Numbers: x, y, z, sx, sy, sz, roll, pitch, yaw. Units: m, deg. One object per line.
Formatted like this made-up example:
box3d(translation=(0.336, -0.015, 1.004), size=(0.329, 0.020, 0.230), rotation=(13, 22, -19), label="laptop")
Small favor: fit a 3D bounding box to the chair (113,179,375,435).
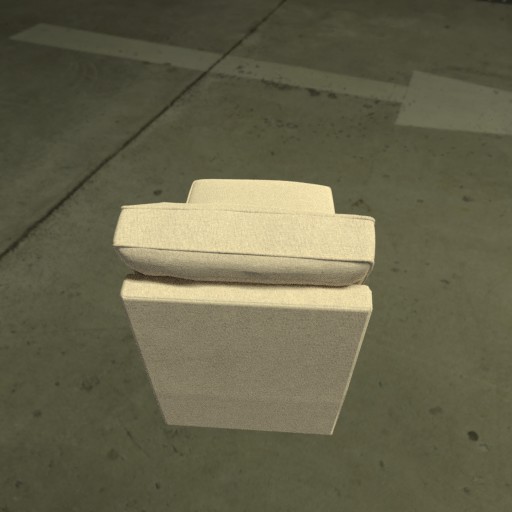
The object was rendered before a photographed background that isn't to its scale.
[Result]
box3d(translation=(0.000, 0.000, 1.592), size=(0.621, 0.970, 0.938), rotation=(3, 46, 3), label="chair")
